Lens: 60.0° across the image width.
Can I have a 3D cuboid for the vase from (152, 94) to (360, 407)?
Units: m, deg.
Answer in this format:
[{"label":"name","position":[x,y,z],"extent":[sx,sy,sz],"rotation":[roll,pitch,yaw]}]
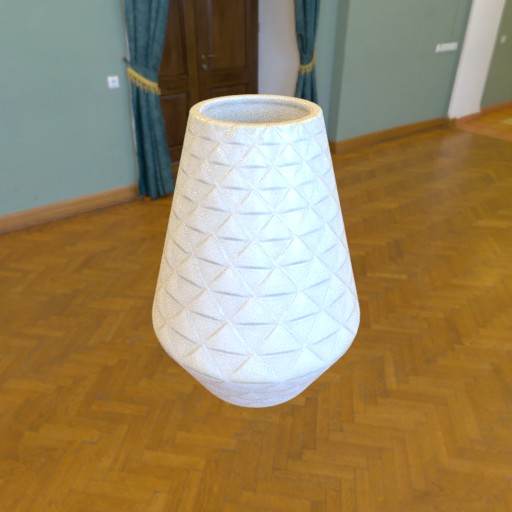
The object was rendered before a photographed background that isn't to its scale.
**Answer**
[{"label":"vase","position":[0.000,0.000,0.355],"extent":[0.175,0.230,0.175],"rotation":[0,32,0]}]
